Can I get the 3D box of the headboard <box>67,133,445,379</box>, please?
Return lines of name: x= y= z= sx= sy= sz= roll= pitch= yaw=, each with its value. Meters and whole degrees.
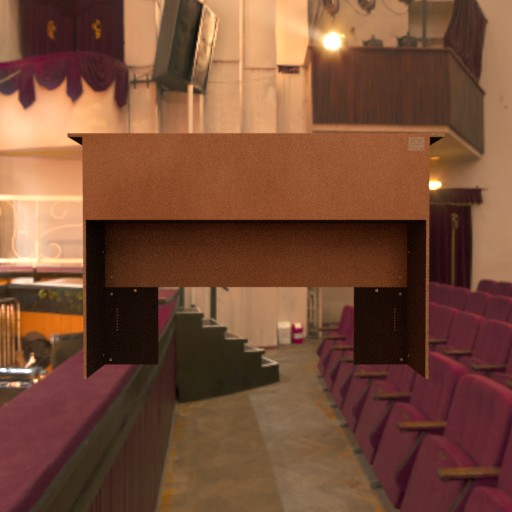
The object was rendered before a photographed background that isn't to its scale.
headboard: x=0.000 y=0.000 z=2.109 sx=1.671 sy=1.092 sz=0.279 roll=0 pitch=1 yaw=0
